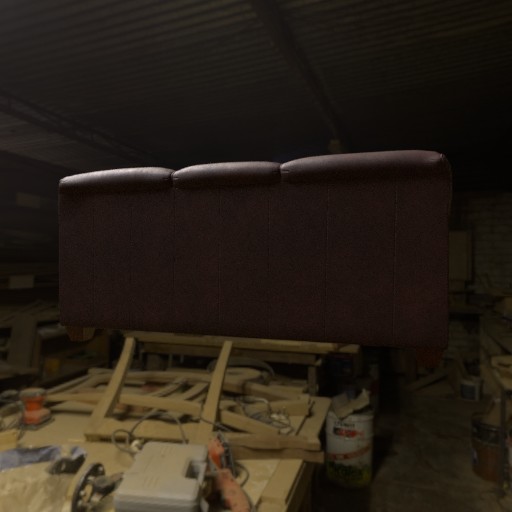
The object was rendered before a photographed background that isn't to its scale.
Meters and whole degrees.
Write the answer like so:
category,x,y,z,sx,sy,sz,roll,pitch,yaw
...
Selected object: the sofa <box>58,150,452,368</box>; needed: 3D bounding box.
category,x,y,z,sx,sy,sz,roll,pitch,yaw
sofa,0.000,0.000,2.600,2.039,0.953,1.008,0,0,19
